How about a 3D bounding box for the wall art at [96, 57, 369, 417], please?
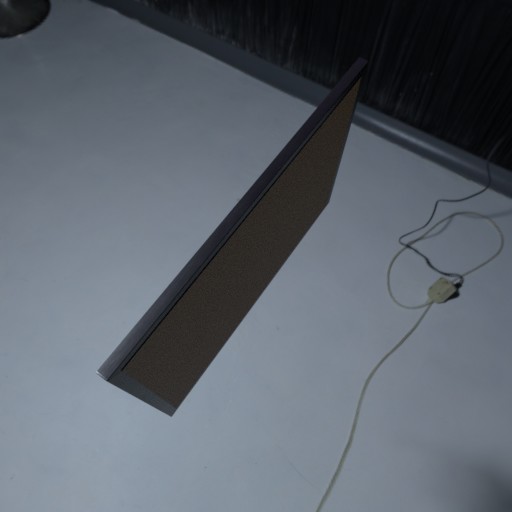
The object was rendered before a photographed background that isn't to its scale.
[{"bbox_3d":[0.000,0.000,0.576,0.013,0.306,0.440,32,69,14],"label":"wall art"}]
